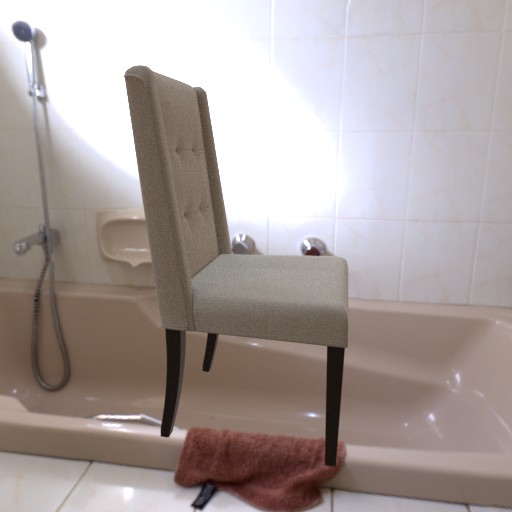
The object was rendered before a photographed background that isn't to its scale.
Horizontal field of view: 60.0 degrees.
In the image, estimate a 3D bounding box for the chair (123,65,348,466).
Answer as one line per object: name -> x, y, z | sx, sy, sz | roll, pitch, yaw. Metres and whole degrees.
chair -> 0.000, 0.000, 1.250 | 0.523, 0.961, 0.474 | 3, 14, 11
